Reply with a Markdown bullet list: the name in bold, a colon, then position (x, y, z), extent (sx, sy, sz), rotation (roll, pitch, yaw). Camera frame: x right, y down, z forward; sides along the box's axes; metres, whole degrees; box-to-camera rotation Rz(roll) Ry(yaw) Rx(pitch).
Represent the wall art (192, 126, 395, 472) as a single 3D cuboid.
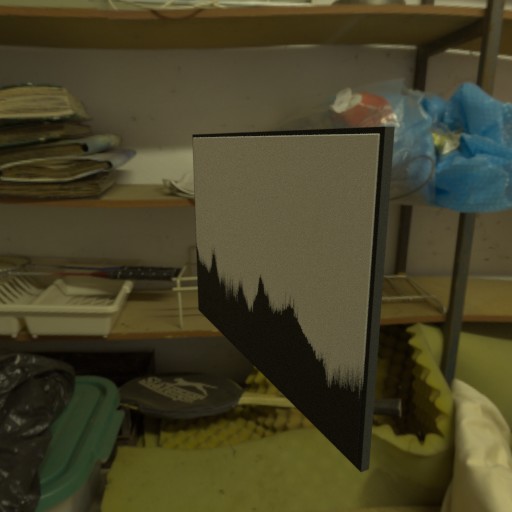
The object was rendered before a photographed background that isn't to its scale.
- **wall art**: position (0.000, 0.000, 1.492), extent (0.028, 0.805, 1.190), rotation (-7, 16, -25)
